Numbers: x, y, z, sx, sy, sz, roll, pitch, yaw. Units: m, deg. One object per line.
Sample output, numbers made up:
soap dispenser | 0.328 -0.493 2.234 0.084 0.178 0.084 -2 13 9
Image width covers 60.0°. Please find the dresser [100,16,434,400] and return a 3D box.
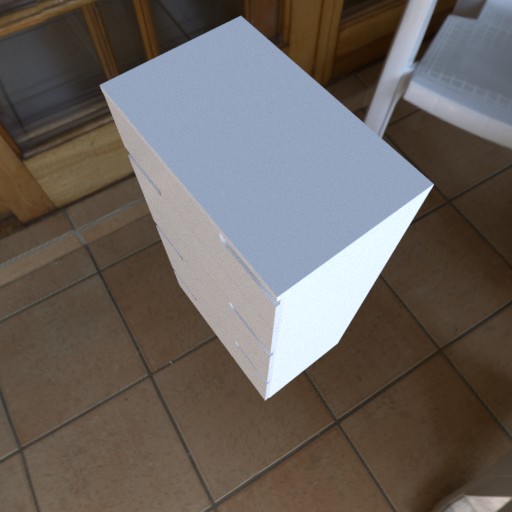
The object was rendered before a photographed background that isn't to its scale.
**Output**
dresser | 0.000 0.000 1.479 0.400 1.190 0.650 -34 68 -16
